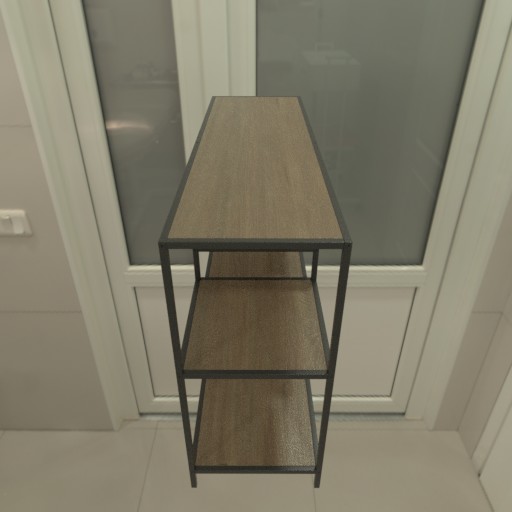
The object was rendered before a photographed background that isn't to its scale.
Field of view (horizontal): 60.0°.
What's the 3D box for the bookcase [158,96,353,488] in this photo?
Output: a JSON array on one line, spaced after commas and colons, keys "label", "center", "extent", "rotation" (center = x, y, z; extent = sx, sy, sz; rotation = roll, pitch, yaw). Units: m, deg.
[{"label": "bookcase", "center": [0.000, 0.000, 1.484], "extent": [0.350, 0.780, 1.140], "rotation": [0, 32, 0]}]
